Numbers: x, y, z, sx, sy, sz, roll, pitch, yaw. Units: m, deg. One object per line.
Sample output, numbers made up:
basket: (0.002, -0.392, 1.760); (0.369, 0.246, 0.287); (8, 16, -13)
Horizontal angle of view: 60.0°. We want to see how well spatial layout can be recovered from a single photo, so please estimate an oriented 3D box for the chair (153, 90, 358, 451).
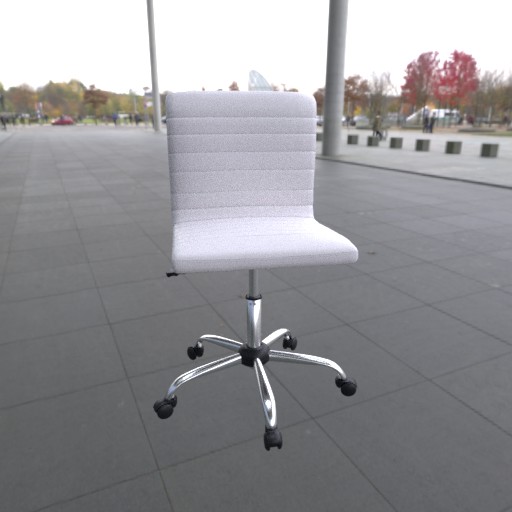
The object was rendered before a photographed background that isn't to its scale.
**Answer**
chair: (0.000, 0.000, 1.048); (0.520, 0.750, 0.455); (-3, 18, -10)
